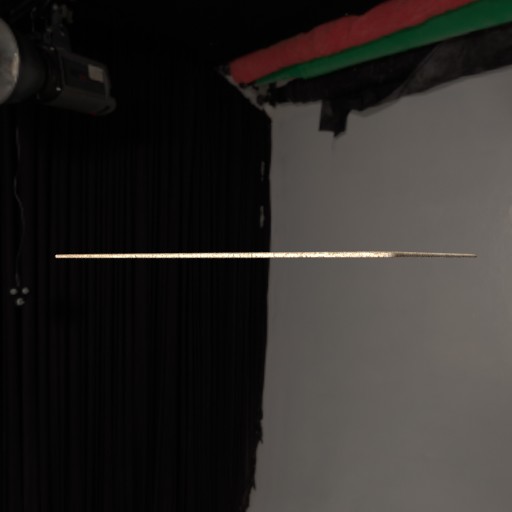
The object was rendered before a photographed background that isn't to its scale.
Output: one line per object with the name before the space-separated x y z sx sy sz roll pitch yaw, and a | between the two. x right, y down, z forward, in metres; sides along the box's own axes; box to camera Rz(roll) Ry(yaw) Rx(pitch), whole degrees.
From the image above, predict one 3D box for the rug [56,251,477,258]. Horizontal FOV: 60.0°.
rug | 0.000 0.000 3.028 2.469 0.024 1.539 0 0 37
